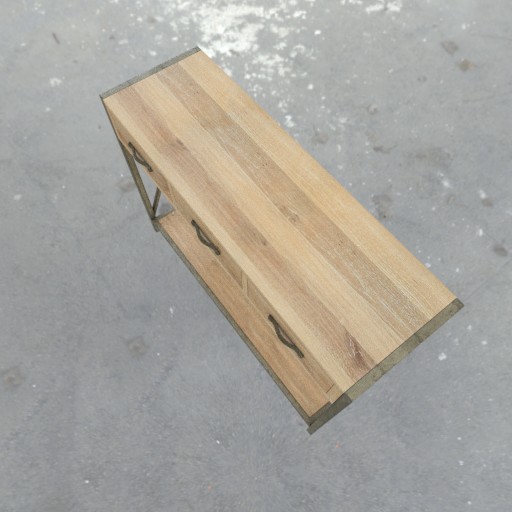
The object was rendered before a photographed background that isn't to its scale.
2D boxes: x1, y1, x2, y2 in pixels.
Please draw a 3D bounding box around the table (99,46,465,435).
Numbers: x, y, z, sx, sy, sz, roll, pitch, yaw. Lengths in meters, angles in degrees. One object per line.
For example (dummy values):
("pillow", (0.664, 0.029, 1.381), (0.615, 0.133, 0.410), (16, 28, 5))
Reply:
("table", (0.000, 0.000, 1.460), (0.361, 0.763, 1.059), (-34, 68, -16))
